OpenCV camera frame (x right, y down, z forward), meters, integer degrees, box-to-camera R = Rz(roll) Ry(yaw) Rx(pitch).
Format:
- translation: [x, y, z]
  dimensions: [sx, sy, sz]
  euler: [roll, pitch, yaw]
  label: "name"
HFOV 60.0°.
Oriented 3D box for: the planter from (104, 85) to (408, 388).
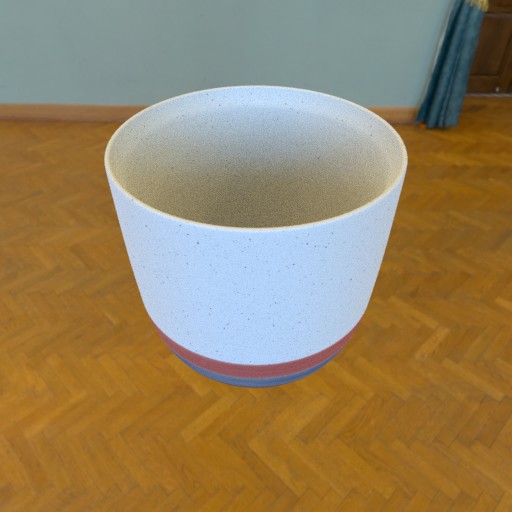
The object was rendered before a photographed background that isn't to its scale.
- translation: [0.000, 0.000, 0.377]
  dimensions: [0.204, 0.214, 0.204]
  euler: [0, 41, 0]
  label: "planter"
